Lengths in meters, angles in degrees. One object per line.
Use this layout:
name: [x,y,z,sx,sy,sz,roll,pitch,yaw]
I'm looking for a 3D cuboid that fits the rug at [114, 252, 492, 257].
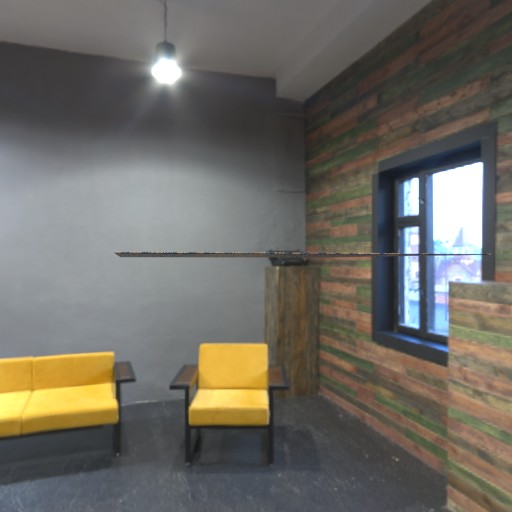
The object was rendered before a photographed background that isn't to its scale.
rug: [0.000,0.000,4.124,2.453,0.008,3.059,0,-1,-17]
